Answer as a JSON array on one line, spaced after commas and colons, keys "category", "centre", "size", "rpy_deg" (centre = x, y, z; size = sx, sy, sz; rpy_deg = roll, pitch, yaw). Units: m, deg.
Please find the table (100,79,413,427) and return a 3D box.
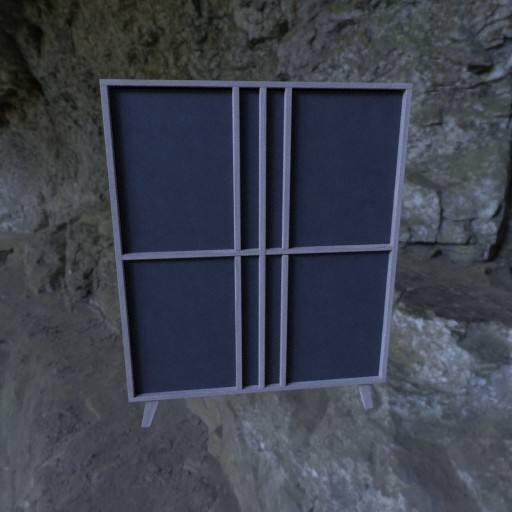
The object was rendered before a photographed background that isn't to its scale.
[{"category": "table", "centre": [0.000, 0.000, 1.937], "size": [1.111, 1.388, 0.398], "rpy_deg": [-2, 16, -7]}]
